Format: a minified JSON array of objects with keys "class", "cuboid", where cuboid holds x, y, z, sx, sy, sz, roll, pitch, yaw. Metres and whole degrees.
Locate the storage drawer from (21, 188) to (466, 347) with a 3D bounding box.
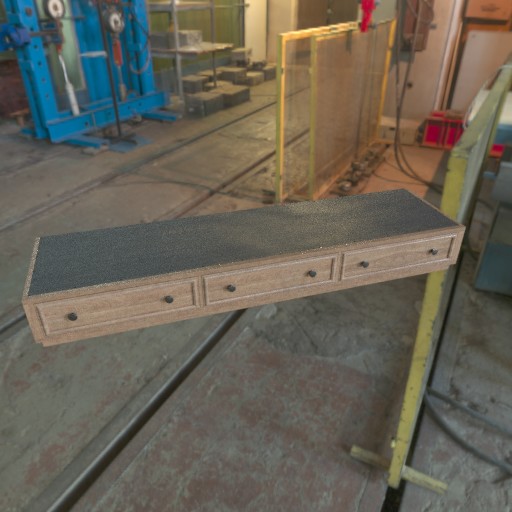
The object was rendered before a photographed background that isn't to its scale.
[{"class":"storage drawer","cuboid":[0.000,0.000,2.221,2.032,0.264,0.538,-9,33,-15]}]
